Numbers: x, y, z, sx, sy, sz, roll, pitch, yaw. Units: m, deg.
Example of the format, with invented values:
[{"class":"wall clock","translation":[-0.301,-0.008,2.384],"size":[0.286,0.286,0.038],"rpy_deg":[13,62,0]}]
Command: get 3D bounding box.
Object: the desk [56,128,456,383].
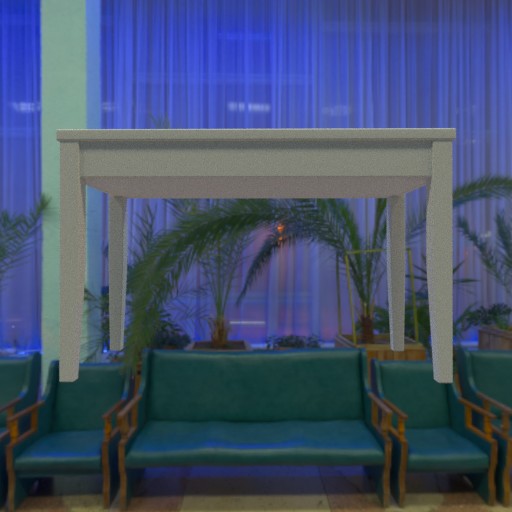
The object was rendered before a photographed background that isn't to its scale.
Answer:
[{"class":"desk","translation":[0.000,0.000,1.602],"size":[1.220,0.775,0.508],"rpy_deg":[0,0,1]}]
